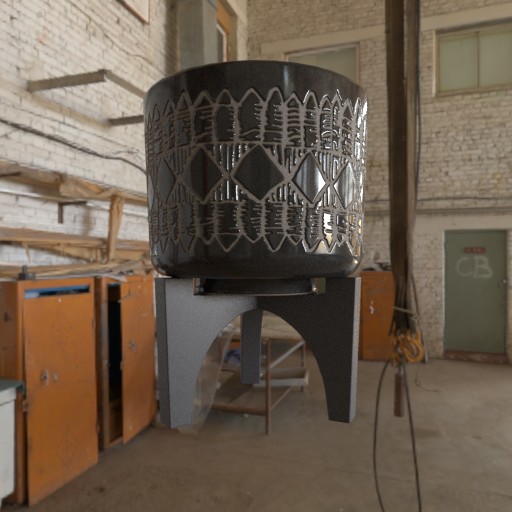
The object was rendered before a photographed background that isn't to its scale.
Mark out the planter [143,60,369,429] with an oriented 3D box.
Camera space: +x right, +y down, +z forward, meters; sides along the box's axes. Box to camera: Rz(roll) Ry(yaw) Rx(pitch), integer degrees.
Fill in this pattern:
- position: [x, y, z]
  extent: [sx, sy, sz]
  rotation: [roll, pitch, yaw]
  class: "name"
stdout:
- position: [0.000, 0.000, 0.394]
  extent: [0.196, 0.264, 0.196]
  rotation: [1, -1, -35]
  class: "planter"
